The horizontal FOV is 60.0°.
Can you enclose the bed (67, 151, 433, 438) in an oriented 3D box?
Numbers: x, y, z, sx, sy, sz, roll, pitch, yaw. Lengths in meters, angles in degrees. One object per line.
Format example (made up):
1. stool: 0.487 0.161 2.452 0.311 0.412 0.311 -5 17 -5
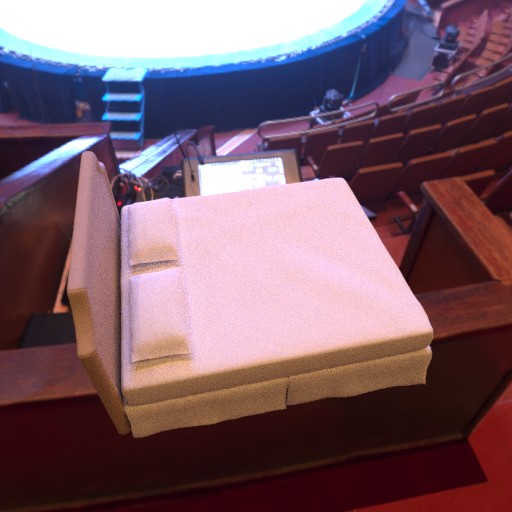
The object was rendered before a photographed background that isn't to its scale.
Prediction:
1. bed: 0.000 0.000 4.084 2.773 1.590 2.350 -9 47 -8
